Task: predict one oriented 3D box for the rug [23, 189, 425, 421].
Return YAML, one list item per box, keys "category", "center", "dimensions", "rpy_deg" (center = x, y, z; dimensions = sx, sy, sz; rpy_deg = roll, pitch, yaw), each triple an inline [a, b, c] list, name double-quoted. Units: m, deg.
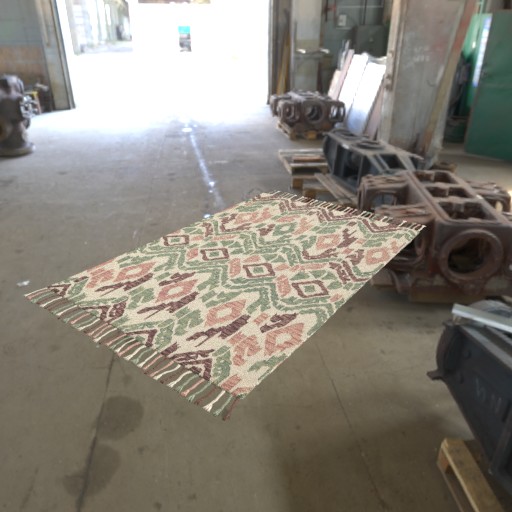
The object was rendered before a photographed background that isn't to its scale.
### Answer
- category: "rug"
  center: [0.000, 0.000, 2.990]
  dimensions: [1.524, 0.011, 2.438]
  rpy_deg: [19, 33, 33]
